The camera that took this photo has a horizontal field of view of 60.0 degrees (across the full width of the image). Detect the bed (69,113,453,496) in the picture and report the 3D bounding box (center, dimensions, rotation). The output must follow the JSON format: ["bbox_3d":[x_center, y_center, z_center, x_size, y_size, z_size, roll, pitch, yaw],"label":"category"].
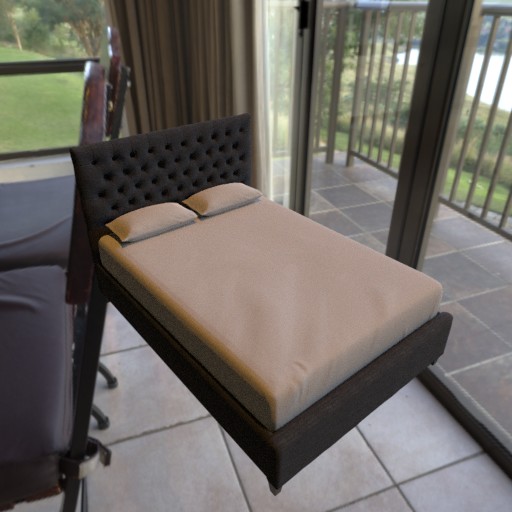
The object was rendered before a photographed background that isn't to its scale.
[{"bbox_3d":[0.000,0.000,3.311,1.698,1.427,2.387,-23,38,-33],"label":"bed"}]
